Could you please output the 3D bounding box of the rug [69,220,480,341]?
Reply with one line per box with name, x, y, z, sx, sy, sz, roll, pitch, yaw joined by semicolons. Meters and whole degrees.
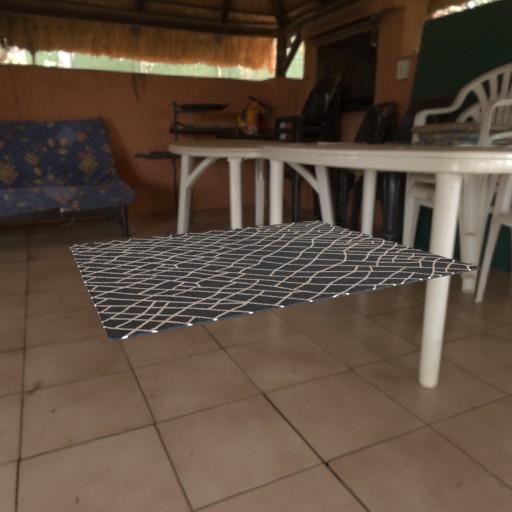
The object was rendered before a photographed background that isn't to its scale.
rug;0.000;0.000;4.139;3.047;0.022;2.439;-8;17;-26
